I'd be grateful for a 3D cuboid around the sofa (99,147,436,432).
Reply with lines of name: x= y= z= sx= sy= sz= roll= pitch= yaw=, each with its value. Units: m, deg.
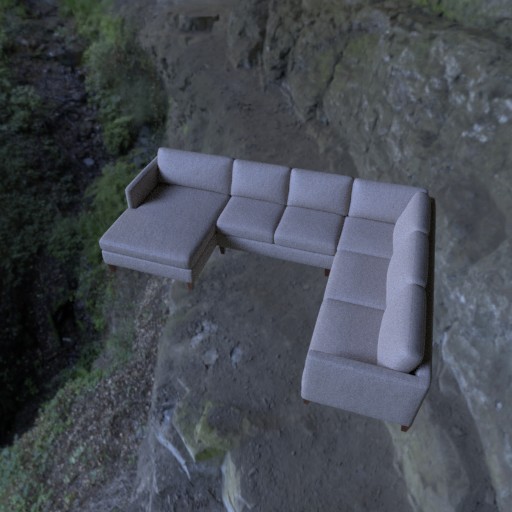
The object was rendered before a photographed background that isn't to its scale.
sofa: x=0.000 y=0.000 z=4.551 sx=3.403 sy=0.889 sz=2.551 roll=12 pitch=43 yaw=13
